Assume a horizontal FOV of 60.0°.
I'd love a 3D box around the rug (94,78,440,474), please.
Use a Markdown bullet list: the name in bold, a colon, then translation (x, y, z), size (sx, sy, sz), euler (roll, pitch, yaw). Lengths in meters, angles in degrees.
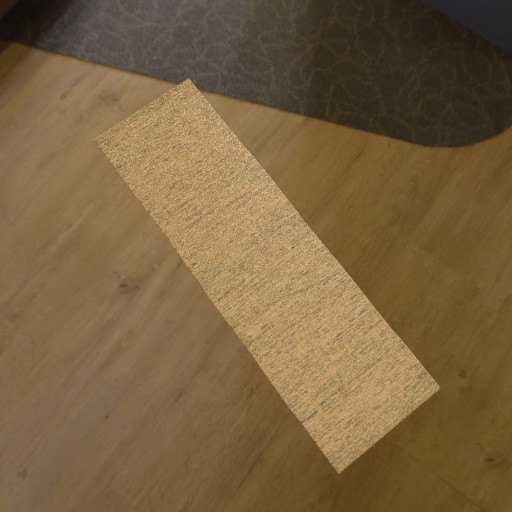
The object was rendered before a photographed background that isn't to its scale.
- **rug**: translation (0.000, 0.000, 2.474), size (0.700, 0.014, 2.290), euler (-36, 79, -8)
